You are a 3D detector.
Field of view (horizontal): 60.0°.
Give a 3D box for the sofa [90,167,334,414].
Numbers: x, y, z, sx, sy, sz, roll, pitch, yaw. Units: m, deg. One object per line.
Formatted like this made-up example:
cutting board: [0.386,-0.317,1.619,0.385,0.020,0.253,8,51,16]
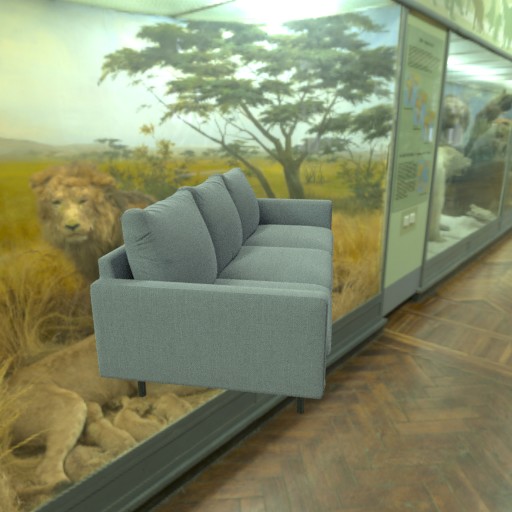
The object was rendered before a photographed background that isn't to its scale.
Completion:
sofa: [0.000,0.000,2.467,0.850,0.830,2.000,3,17,9]
